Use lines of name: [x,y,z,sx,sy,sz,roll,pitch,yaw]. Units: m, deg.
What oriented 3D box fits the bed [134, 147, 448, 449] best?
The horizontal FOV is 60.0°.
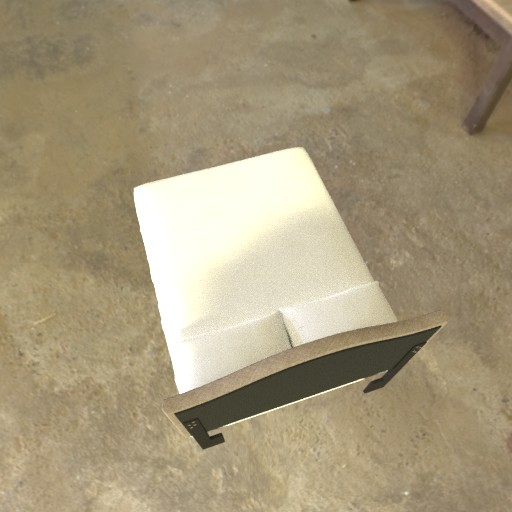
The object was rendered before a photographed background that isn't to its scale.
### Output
bed: [0.000,0.000,3.356,1.713,1.518,2.153,-16,61,-9]
